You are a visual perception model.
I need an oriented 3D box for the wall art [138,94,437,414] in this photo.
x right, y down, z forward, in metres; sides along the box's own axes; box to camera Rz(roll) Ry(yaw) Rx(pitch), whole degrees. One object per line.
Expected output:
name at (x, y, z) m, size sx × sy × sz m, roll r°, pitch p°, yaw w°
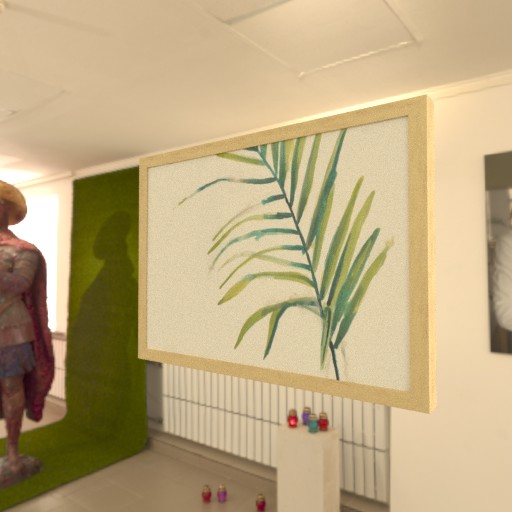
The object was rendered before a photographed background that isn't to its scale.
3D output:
wall art at (0.000, 0.000, 0.697) m, size 0.532 × 0.380 × 0.032 m, roll -1°, pitch -2°, yaw 37°
